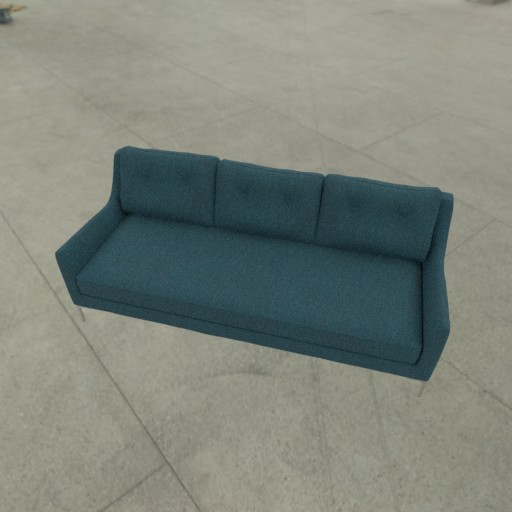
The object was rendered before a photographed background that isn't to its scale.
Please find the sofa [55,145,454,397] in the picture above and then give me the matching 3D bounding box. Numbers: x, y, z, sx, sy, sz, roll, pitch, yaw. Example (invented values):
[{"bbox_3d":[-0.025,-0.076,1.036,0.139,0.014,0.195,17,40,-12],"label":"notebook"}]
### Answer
[{"bbox_3d":[0.000,0.000,2.557,2.060,0.837,0.849,10,42,11],"label":"sofa"}]
